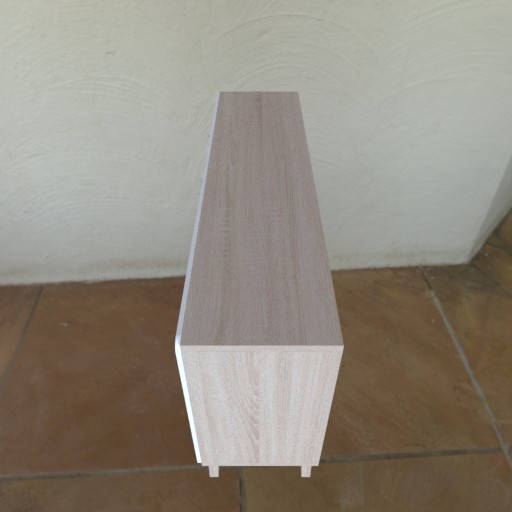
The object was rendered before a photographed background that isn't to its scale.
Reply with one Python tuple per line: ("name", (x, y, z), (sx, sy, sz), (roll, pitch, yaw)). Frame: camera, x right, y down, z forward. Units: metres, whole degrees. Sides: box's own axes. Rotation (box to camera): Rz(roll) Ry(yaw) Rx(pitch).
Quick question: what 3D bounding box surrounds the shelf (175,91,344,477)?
("shelf", (0.000, 0.000, 1.820), (0.400, 0.780, 1.490), (0, 42, 0))
